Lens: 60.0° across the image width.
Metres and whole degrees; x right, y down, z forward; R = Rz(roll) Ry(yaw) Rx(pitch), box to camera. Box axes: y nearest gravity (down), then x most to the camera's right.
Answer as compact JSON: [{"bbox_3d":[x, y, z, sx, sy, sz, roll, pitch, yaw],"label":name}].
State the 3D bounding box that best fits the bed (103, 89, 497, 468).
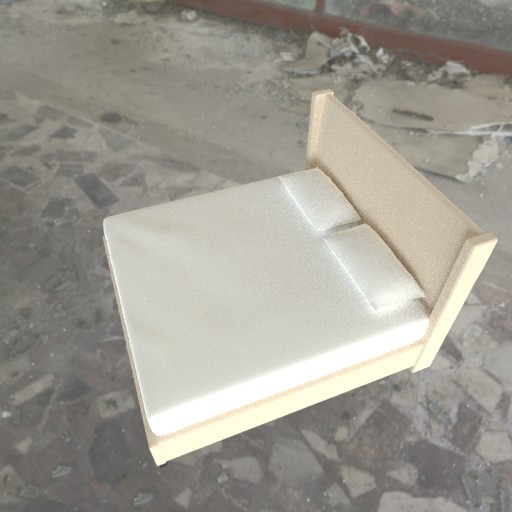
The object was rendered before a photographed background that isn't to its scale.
[{"bbox_3d":[0.000,0.000,3.578,2.293,1.471,2.145,-16,48,-15],"label":"bed"}]
